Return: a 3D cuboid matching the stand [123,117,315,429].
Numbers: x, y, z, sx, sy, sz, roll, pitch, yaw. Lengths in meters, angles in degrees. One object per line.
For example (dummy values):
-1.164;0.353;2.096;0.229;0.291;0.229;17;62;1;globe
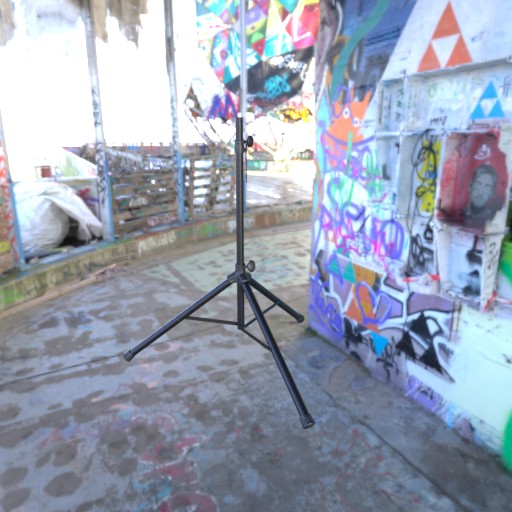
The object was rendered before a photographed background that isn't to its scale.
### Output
0.000;0.000;1.884;1.045;1.136;0.907;-7;17;-25;stand
